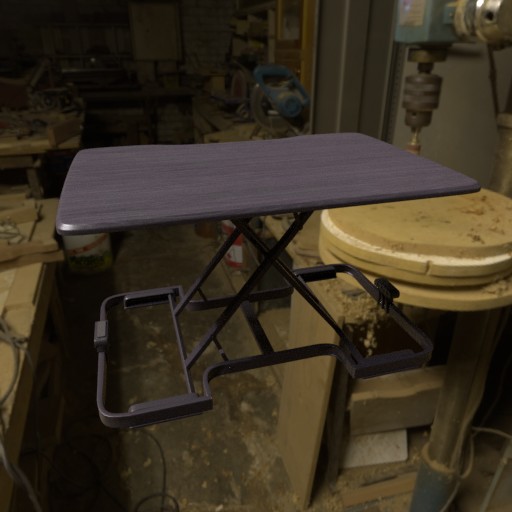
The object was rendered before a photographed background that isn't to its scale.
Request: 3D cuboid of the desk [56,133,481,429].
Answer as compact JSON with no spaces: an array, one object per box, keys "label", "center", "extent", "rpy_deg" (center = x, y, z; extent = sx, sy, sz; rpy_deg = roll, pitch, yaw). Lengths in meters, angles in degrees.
[{"label":"desk","center":[0.000,0.000,1.116],"extent":[0.820,0.470,0.546],"rpy_deg":[-7,28,-14]}]
